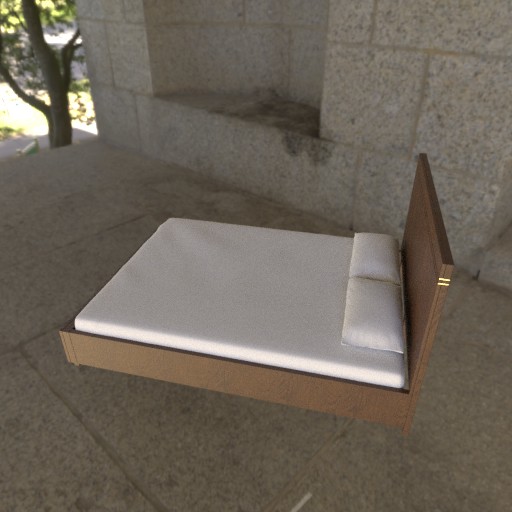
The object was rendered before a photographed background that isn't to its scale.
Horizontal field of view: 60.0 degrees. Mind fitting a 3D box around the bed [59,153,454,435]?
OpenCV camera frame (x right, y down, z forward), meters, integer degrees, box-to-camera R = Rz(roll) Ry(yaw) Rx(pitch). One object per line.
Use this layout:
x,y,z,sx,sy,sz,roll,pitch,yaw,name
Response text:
0.000,0.000,3.170,2.221,1.169,1.613,7,32,12,bed
